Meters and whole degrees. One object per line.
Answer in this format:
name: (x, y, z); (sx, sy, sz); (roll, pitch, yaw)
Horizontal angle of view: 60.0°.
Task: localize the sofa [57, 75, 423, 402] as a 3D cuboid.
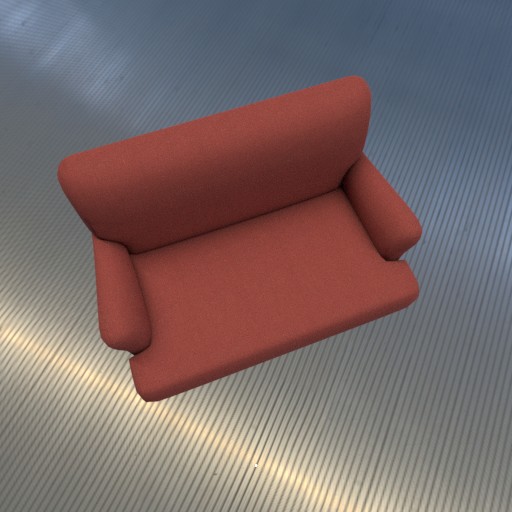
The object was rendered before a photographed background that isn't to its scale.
sofa: (0.000, 0.000, 1.831); (1.297, 0.889, 0.779); (-19, 66, -9)
